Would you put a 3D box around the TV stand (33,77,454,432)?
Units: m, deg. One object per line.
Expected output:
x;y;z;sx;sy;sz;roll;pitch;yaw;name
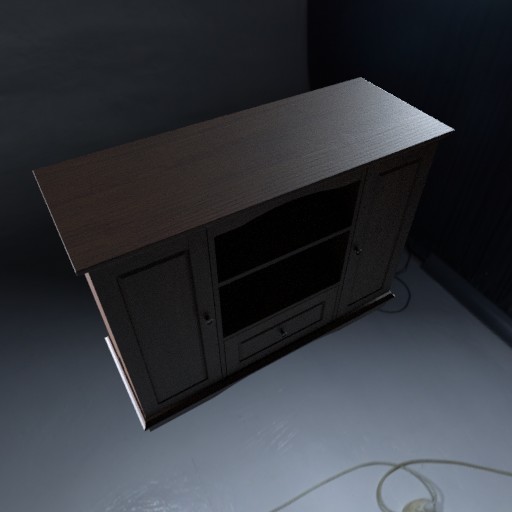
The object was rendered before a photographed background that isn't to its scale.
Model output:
0.000;0.000;1.473;1.067;0.813;0.406;-23;50;-21;TV stand
